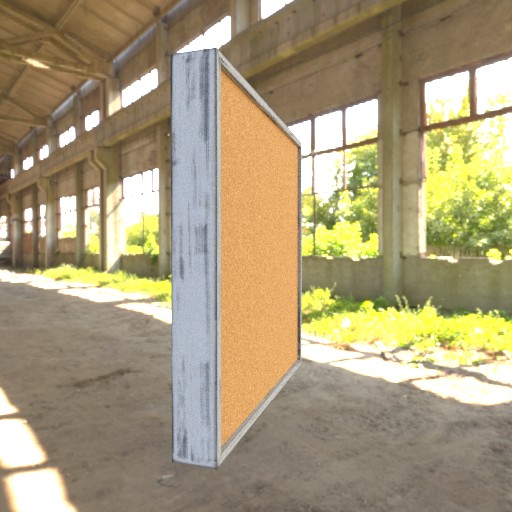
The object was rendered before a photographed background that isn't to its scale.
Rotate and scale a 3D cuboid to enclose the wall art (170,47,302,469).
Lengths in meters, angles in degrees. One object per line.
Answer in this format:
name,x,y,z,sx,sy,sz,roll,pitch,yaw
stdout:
wall art,0.000,0.000,0.468,0.036,0.303,0.303,0,1,17
